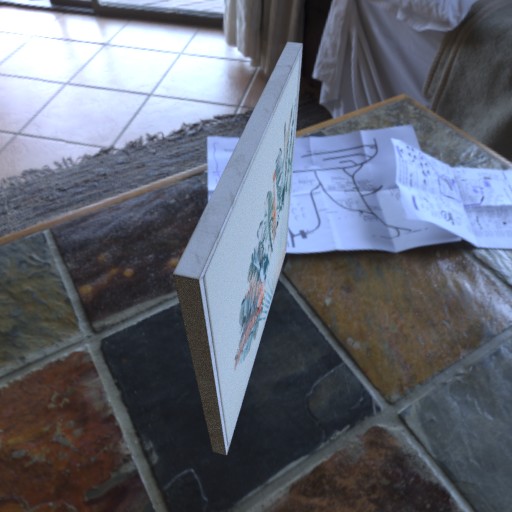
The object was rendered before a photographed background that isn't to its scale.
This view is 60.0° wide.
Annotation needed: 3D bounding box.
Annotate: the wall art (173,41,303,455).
[{"bbox_3d":[0.000,0.000,1.136,0.038,0.757,0.760,11,50,10],"label":"wall art"}]
